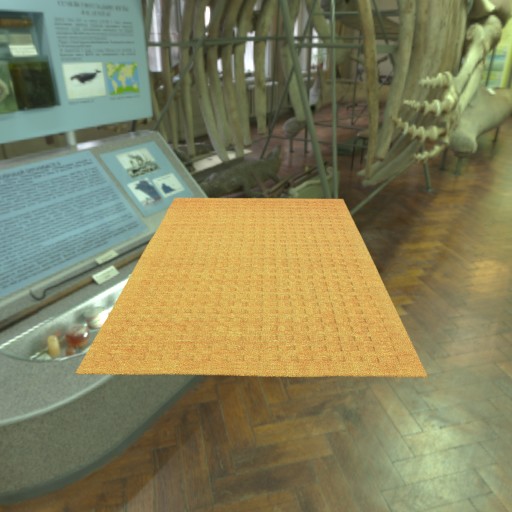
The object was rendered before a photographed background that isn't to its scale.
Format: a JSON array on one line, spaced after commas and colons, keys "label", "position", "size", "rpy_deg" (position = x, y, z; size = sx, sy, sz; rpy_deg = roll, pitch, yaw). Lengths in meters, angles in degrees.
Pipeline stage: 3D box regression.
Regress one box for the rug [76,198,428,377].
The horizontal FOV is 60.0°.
[{"label": "rug", "position": [0.000, 0.000, 2.216], "size": [1.143, 0.006, 1.747], "rpy_deg": [0, 26, 1]}]
